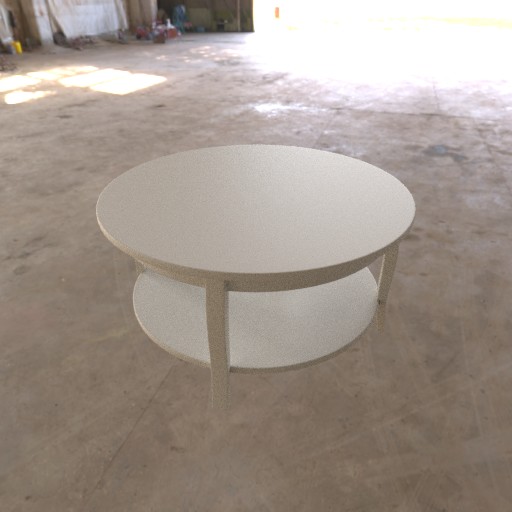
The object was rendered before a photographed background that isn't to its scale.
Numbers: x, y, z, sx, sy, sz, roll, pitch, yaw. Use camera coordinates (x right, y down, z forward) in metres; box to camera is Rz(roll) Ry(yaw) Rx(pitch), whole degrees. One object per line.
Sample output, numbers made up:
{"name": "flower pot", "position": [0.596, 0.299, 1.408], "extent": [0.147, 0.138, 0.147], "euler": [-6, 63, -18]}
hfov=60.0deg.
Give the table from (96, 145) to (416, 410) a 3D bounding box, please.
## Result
{"name": "table", "position": [0.000, 0.000, 1.437], "extent": [0.910, 0.457, 0.910], "euler": [0, 31, 0]}
